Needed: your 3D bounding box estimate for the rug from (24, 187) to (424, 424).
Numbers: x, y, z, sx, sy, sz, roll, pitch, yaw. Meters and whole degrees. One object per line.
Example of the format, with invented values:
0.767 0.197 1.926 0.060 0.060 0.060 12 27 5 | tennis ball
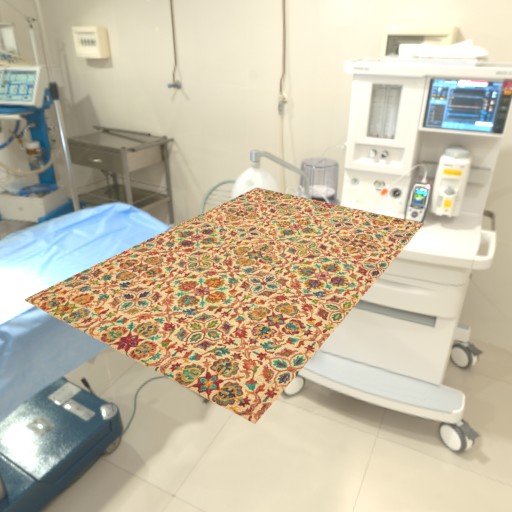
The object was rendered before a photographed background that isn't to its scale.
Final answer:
0.000 0.000 2.321 1.226 0.013 1.838 17 32 30 | rug
